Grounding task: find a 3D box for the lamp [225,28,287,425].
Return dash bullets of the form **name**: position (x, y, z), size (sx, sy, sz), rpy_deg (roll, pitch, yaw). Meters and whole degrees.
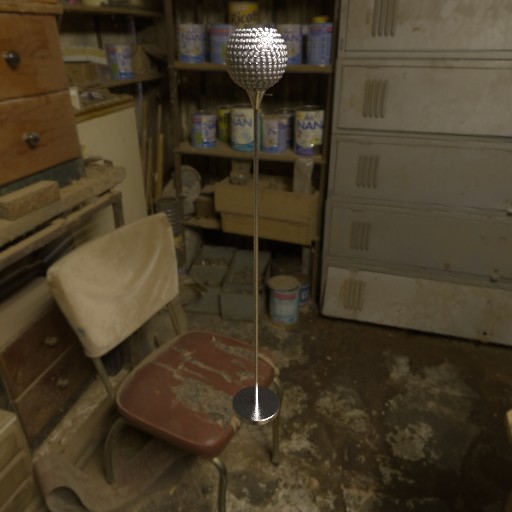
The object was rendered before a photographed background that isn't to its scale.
- **lamp**: position (0.000, 0.000, 1.975), size (0.254, 1.805, 0.254), rpy_deg (0, 26, 0)
